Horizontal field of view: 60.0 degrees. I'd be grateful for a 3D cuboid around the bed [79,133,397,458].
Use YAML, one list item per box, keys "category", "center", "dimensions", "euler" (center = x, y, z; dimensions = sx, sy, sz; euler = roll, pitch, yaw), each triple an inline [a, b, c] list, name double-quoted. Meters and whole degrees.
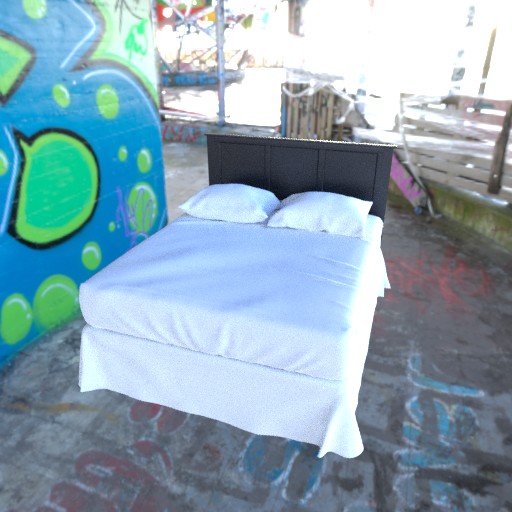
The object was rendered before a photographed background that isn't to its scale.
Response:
- category: "bed"
  center: [0.000, 0.000, 3.143]
  dimensions: [1.870, 1.270, 2.050]
  euler: [9, 27, 17]
